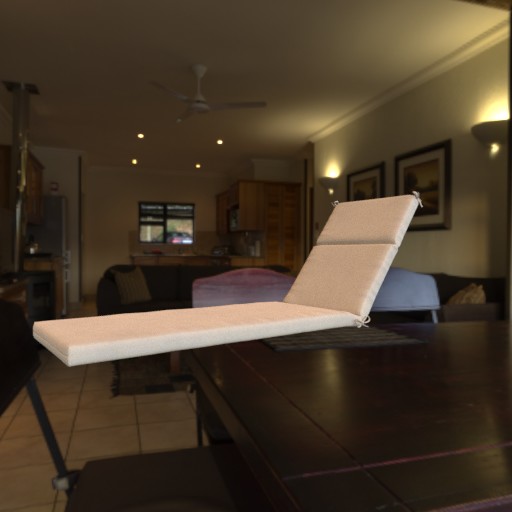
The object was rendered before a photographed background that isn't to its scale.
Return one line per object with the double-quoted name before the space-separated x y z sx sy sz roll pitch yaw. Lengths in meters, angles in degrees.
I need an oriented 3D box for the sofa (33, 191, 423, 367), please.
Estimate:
"sofa" 0.000 0.000 1.906 1.663 0.622 0.582 0 1 -36
